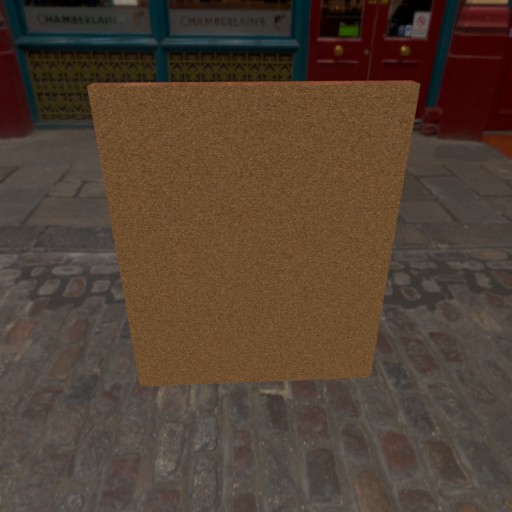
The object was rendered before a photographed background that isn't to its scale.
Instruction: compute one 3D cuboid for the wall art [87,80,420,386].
[{"bbox_3d":[0.000,0.000,0.774,0.467,0.567,0.033,-1,29,-3],"label":"wall art"}]
